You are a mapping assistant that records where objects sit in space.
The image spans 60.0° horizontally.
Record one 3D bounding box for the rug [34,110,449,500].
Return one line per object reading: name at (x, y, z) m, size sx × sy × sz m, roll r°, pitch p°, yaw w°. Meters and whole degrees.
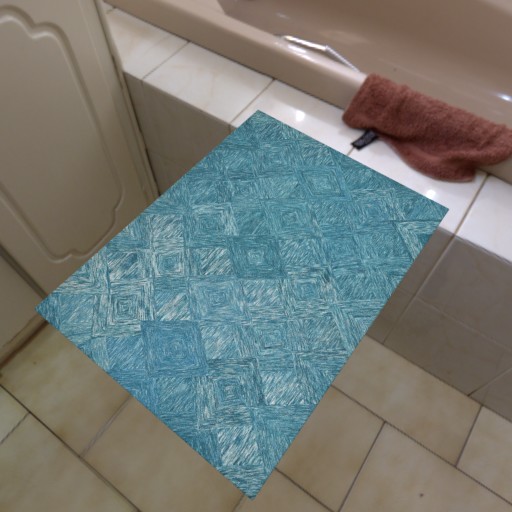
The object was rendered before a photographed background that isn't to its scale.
rug at (0.000, 0.000, 4.145) m, size 2.405 × 0.027 × 3.217 m, roll 33°, pitch 64°, yaw 19°
